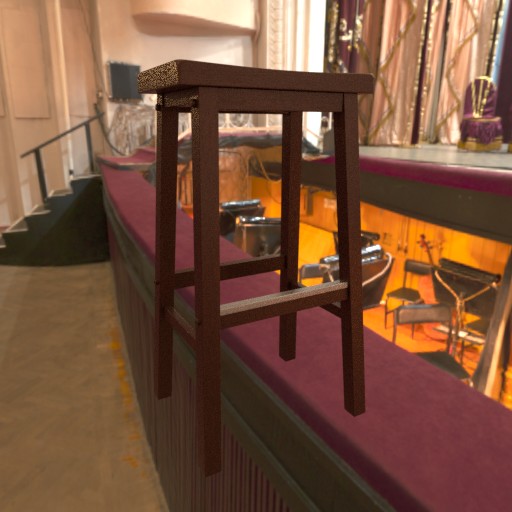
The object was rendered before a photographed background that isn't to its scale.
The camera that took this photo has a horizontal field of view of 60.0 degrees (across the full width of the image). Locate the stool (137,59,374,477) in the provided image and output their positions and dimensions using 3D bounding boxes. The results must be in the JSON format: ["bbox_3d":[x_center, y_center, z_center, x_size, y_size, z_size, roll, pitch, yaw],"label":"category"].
[{"bbox_3d":[0.000,0.000,0.969,0.406,0.742,0.322,-9,19,-28],"label":"stool"}]
